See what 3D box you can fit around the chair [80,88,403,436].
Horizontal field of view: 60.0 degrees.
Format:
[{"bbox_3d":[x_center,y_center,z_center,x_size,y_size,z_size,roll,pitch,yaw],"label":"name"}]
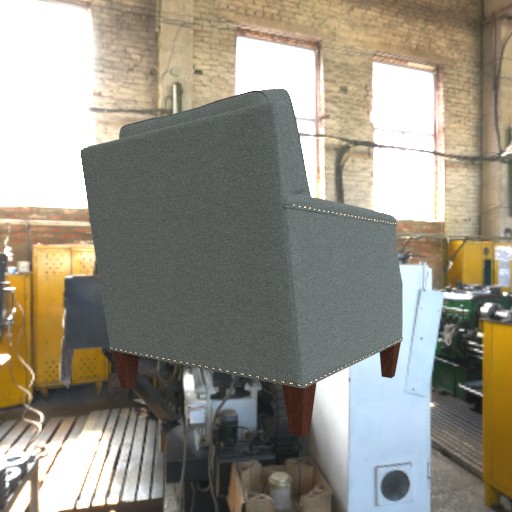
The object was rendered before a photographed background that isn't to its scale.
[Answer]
[{"bbox_3d":[0.000,0.000,1.780,0.885,1.031,1.031,0,0,36],"label":"chair"}]
